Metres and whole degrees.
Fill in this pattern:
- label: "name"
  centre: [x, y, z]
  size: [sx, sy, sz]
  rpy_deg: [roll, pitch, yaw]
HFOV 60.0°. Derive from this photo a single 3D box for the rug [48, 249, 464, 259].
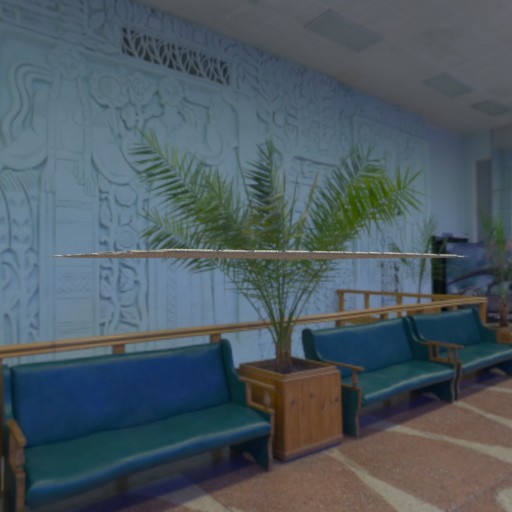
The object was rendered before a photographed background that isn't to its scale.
- label: "rug"
  centre: [0.000, 0.000, 4.168]
  size: [3.213, 0.030, 2.388]
  rpy_deg: [1, -1, -35]
